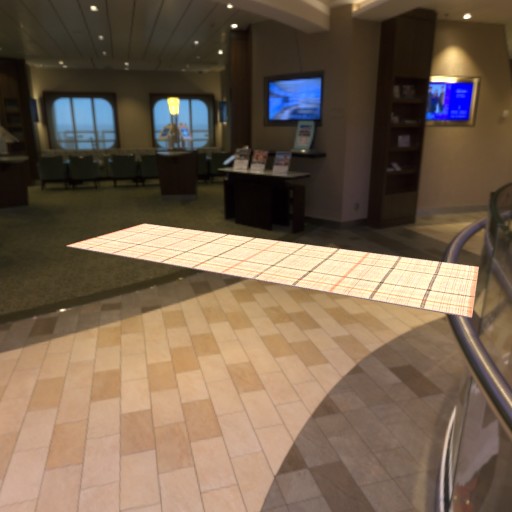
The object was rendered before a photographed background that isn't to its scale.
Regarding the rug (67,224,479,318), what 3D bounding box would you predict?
[{"bbox_3d":[0.000,0.000,2.721,2.439,0.008,0.762,9,19,26],"label":"rug"}]
